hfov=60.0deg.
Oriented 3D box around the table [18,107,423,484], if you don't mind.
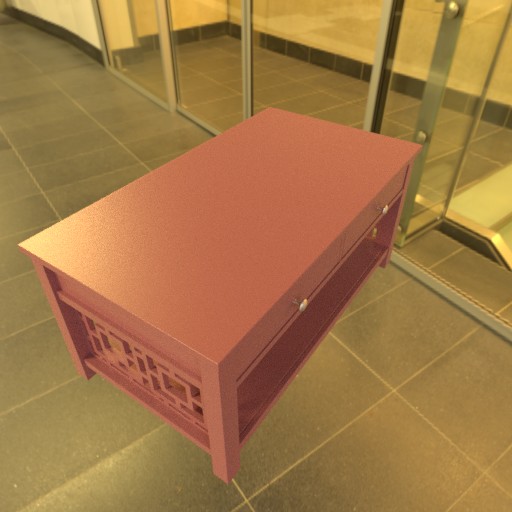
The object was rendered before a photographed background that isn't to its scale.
[{"bbox_3d":[0.000,0.000,1.392,0.612,0.493,1.068,24,45,26],"label":"table"}]
